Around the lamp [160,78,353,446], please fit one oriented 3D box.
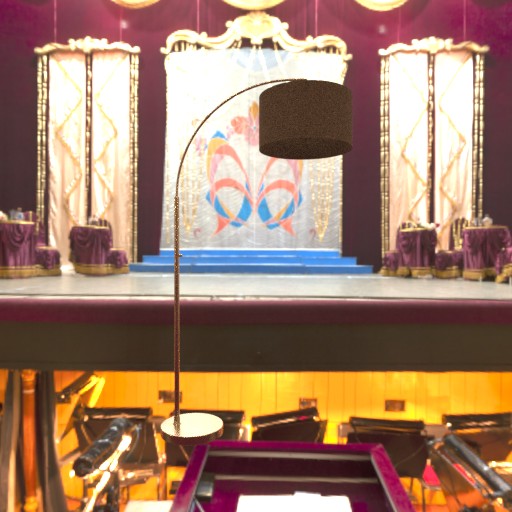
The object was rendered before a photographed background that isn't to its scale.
[{"bbox_3d":[0.000,0.000,2.174,0.934,1.735,0.452,0,0,0],"label":"lamp"}]
